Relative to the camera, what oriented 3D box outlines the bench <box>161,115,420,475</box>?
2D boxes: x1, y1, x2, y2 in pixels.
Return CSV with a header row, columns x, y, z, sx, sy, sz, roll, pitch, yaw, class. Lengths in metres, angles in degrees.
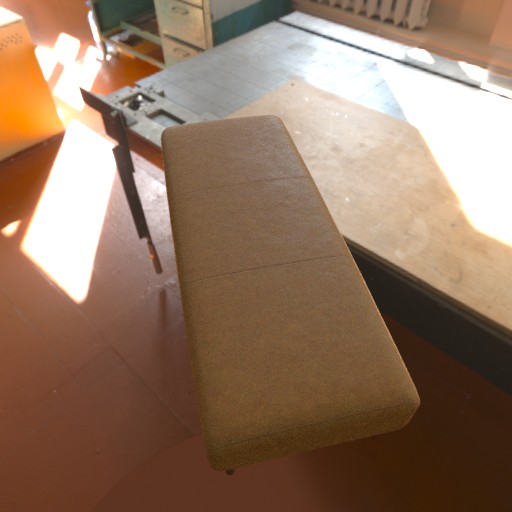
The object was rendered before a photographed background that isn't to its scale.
x,y,z,sx,sy,sz,roll,pitch,yaw,class
0.000,0.000,1.848,0.653,0.399,1.610,-9,48,-9,bench
